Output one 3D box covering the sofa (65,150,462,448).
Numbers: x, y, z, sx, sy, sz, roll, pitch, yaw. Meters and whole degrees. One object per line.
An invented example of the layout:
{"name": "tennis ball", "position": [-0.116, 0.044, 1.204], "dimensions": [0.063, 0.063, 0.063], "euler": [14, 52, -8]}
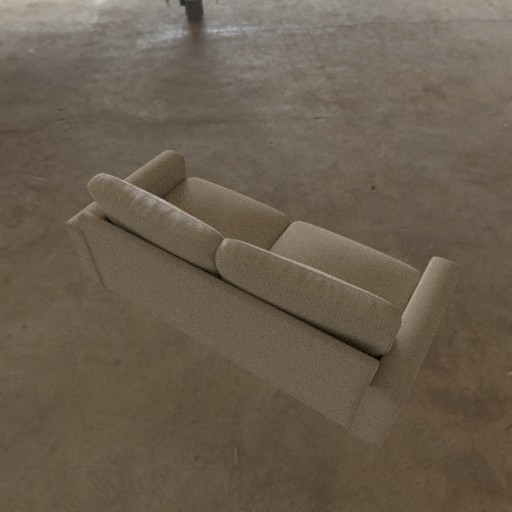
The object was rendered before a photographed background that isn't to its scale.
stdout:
{"name": "sofa", "position": [0.000, 0.000, 2.713], "dimensions": [2.179, 0.873, 1.016], "euler": [25, 52, 22]}
